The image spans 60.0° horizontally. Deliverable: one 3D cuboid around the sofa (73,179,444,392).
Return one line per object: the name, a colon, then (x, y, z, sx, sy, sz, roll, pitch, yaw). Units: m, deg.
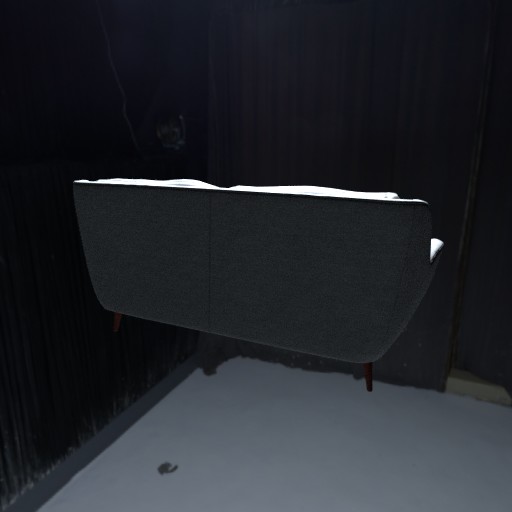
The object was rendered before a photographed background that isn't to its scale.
sofa: (0.000, 0.000, 2.534, 1.930, 0.897, 0.976, 7, 17, 25)
